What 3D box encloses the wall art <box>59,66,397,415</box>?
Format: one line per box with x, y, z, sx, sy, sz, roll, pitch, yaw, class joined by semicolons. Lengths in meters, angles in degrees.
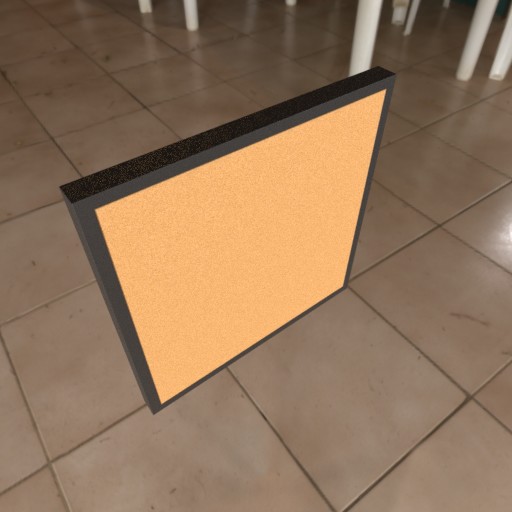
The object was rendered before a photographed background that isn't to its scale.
0.000;0.000;0.757;0.506;0.506;0.037;-29;53;-25;wall art
